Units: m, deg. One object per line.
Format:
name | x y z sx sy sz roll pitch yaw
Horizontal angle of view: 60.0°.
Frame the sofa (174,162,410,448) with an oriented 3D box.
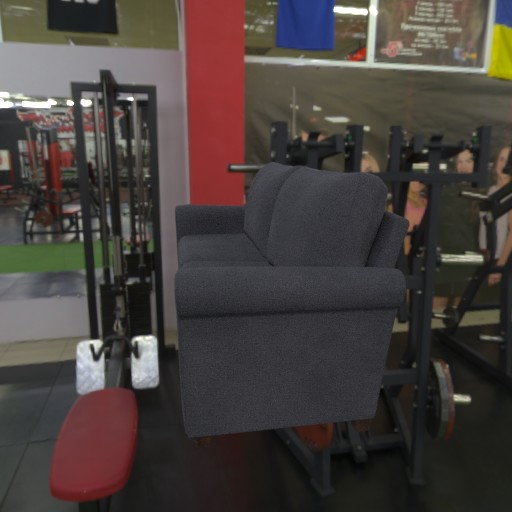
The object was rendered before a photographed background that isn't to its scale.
sofa | 0.000 0.000 2.363 0.842 0.942 1.935 -2 13 -10
